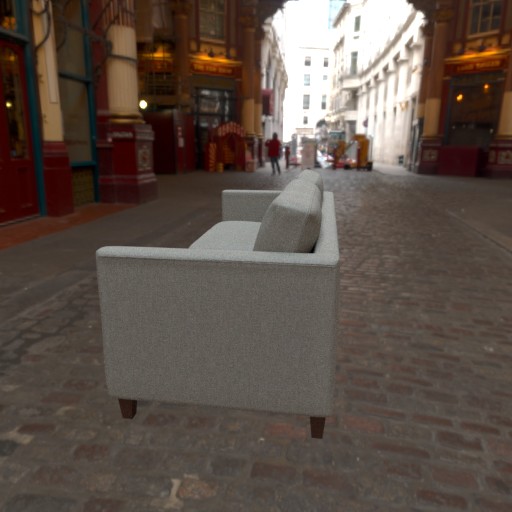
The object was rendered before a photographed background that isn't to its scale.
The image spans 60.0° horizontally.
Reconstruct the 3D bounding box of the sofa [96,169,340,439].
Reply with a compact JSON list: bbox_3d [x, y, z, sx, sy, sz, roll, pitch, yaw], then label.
[{"bbox_3d":[0.000,0.000,2.717,0.956,0.963,2.208,2,15,9],"label":"sofa"}]
